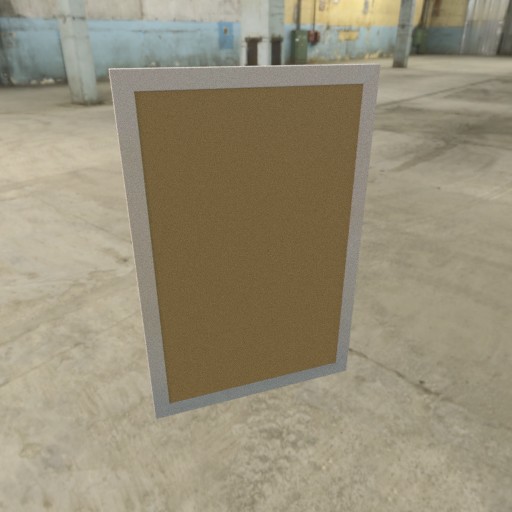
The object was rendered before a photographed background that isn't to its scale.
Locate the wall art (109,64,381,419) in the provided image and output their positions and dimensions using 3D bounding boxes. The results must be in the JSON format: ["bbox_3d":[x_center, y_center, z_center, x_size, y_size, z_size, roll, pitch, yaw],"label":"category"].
[{"bbox_3d":[0.000,0.000,1.450,0.764,1.143,0.038,-9,27,-18],"label":"wall art"}]
